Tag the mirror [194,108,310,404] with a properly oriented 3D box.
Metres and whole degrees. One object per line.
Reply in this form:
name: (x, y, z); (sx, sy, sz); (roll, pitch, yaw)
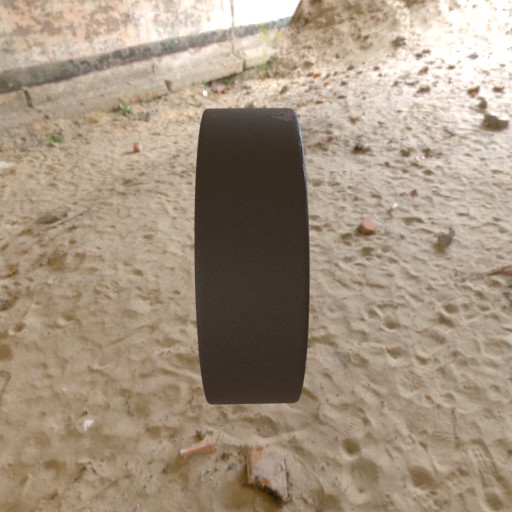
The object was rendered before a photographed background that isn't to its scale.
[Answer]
mirror: (0.000, 0.000, 0.610); (0.126, 0.386, 0.386); (-1, 34, -1)
